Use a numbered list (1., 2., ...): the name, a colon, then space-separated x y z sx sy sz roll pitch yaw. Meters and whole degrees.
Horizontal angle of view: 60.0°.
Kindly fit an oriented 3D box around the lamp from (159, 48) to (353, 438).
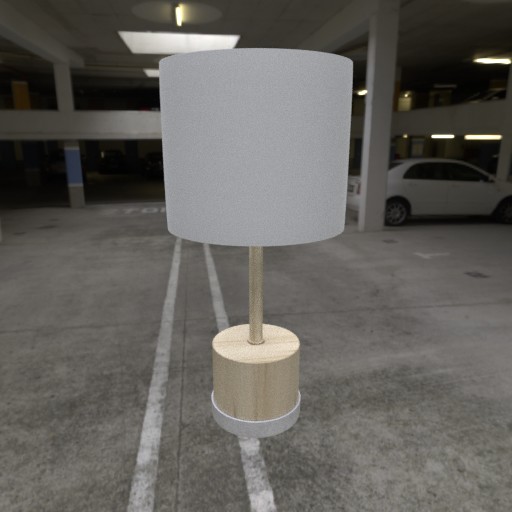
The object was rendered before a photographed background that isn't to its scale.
1. lamp: 0.000 0.000 0.591 0.229 0.470 0.229 -2 16 -8
